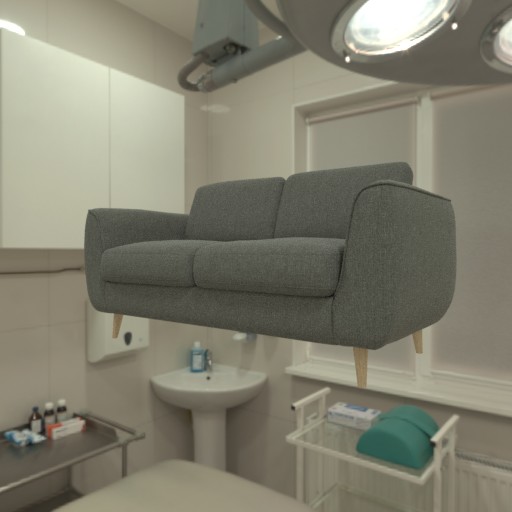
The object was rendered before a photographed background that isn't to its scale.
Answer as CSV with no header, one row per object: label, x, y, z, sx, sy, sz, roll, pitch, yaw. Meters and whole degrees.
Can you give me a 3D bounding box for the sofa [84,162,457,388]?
sofa,0.000,0.000,2.164,1.700,0.870,0.920,1,1,37
